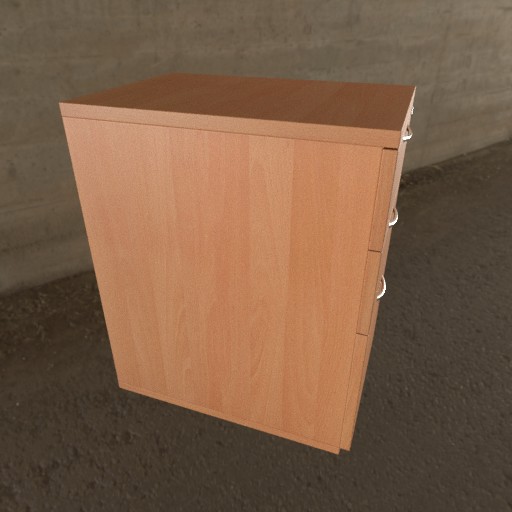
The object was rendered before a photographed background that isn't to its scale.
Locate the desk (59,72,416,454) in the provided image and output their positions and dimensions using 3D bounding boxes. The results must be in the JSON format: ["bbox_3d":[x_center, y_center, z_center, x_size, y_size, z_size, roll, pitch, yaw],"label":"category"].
[{"bbox_3d":[0.000,0.000,1.045,0.600,0.730,0.404,10,31,17],"label":"desk"}]
